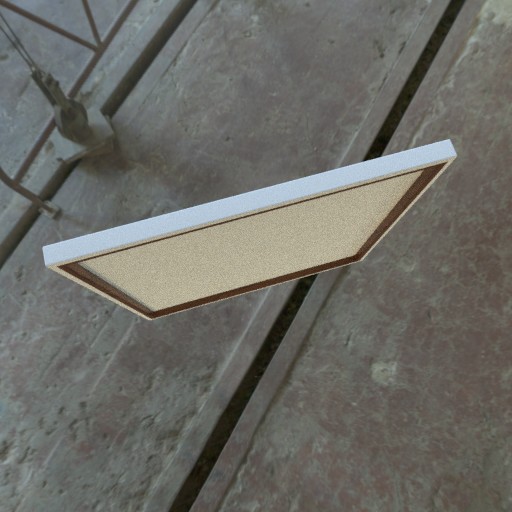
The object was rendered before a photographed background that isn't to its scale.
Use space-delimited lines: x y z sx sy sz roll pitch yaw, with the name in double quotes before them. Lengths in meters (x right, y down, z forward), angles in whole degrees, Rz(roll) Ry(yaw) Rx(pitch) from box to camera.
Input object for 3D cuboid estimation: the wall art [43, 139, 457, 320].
"wall art" 0.000 0.000 1.151 0.757 0.757 0.037 -15 75 -4
